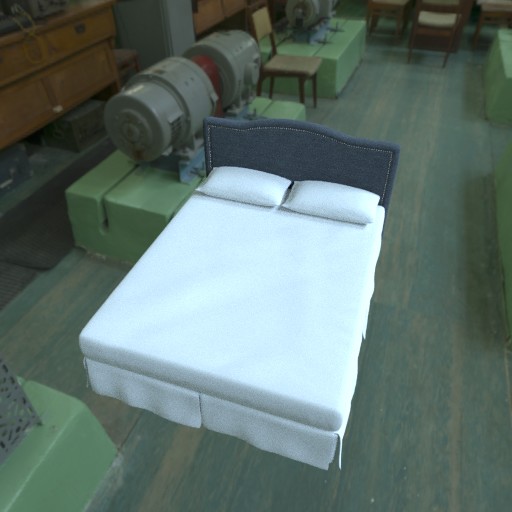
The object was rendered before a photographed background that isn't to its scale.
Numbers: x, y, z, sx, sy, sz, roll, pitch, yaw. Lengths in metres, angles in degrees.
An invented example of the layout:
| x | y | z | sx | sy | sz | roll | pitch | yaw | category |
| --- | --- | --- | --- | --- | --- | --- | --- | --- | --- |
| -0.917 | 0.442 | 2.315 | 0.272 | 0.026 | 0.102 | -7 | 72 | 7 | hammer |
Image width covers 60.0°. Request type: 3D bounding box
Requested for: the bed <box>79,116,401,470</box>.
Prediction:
| x | y | z | sx | sy | sz | roll | pitch | yaw | category |
| --- | --- | --- | --- | --- | --- | --- | --- | --- | --- |
| 0.000 | 0.000 | 3.956 | 2.161 | 1.457 | 2.689 | 12 | 42 | 14 | bed |
